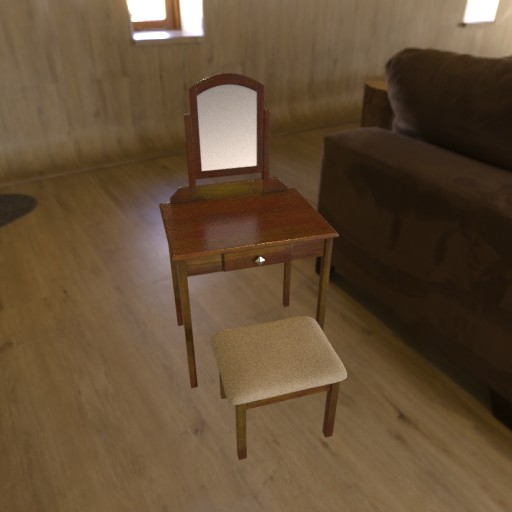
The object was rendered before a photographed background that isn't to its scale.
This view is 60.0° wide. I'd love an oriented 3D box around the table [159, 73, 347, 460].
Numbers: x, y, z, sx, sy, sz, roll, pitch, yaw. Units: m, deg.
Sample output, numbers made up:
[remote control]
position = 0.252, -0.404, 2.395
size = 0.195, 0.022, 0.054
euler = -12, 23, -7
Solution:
[table]
position = 0.000, 0.000, 2.332
size = 0.876, 1.631, 1.211
euler = -8, 32, -14
